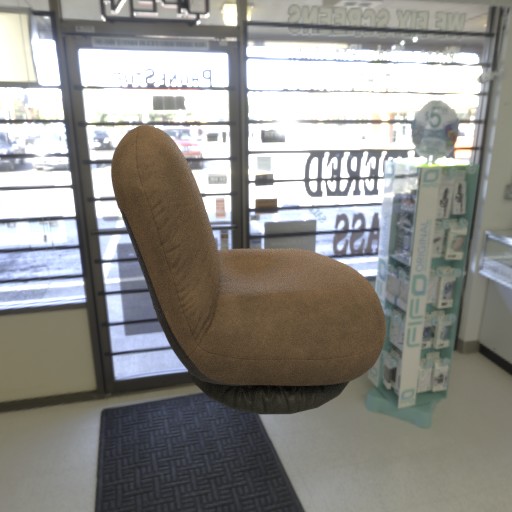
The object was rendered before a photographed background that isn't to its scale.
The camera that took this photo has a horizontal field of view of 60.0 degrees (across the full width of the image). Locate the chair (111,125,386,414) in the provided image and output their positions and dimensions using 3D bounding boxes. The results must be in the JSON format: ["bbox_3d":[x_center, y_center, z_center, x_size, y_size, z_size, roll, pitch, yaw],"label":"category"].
[{"bbox_3d":[0.000,0.000,1.048,0.597,0.594,0.521,-3,17,-10],"label":"chair"}]
